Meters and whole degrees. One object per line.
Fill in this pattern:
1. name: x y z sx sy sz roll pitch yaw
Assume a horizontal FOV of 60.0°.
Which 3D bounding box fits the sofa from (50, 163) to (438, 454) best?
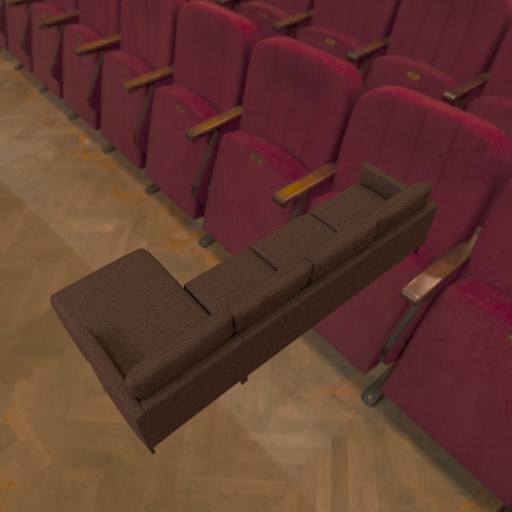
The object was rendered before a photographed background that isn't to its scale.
1. sofa: 0.000 0.000 3.924 3.221 0.892 1.483 -31 54 -26
